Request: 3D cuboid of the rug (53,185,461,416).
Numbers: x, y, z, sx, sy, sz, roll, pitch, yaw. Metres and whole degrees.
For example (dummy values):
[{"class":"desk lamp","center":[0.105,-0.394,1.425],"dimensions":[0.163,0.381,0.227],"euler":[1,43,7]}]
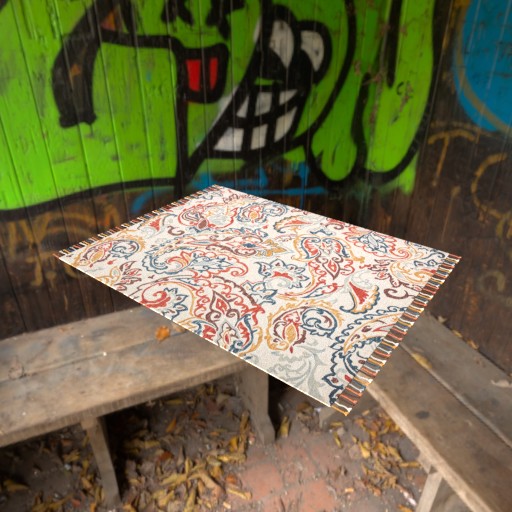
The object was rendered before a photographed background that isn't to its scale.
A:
[{"class":"rug","center":[0.000,0.000,4.423],"dimensions":[3.274,0.015,2.439],"euler":[21,36,32]}]
